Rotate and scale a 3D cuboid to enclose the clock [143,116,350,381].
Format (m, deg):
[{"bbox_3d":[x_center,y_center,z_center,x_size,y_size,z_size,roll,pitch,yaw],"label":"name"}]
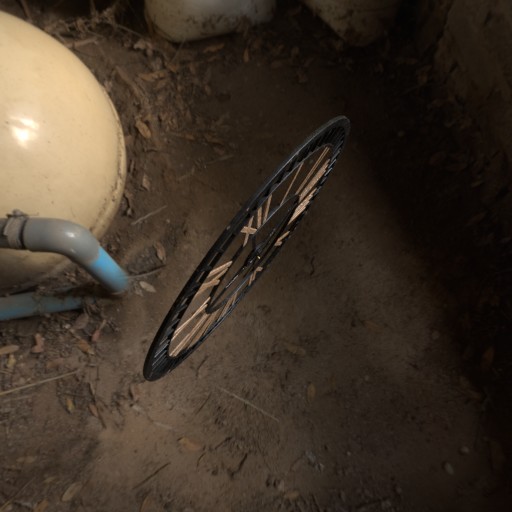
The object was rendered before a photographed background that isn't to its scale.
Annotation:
[{"bbox_3d":[0.000,0.000,1.206,0.025,0.843,0.843,37,79,8],"label":"clock"}]
